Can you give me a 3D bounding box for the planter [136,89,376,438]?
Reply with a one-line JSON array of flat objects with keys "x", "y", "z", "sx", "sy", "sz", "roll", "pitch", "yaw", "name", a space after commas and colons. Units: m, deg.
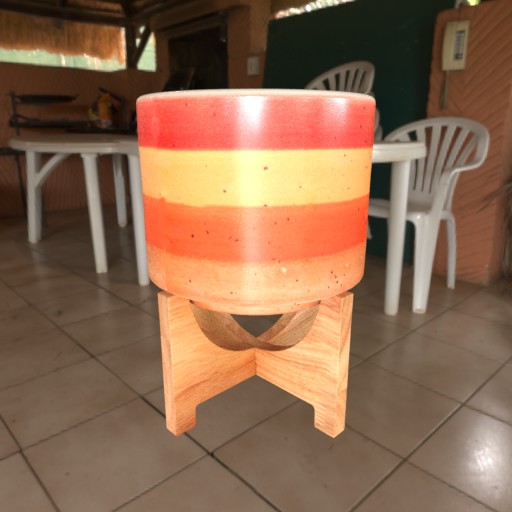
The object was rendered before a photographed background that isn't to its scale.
[{"x": 0.000, "y": 0.000, "z": 0.400, "sx": 0.199, "sy": 0.268, "sz": 0.199, "roll": 0, "pitch": 16, "yaw": 0, "name": "planter"}]
